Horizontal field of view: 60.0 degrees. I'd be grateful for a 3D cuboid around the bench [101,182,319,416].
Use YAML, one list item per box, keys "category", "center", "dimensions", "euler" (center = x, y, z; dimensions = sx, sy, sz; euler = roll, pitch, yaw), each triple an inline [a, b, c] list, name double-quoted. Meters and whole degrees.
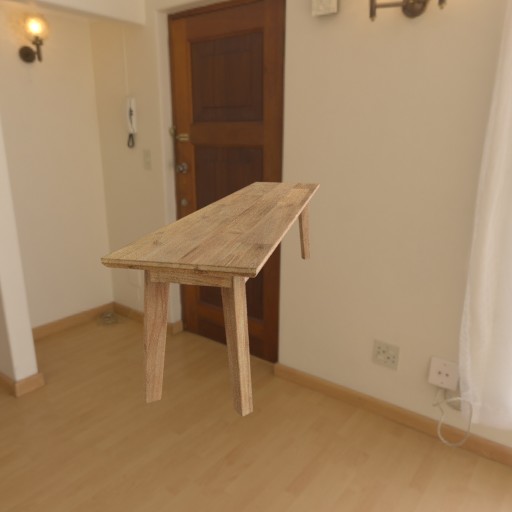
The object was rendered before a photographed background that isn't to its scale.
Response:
- category: "bench"
  center: [0.000, 0.000, 1.862]
  dimensions: [0.378, 0.431, 1.698]
  euler: [3, 16, 12]
